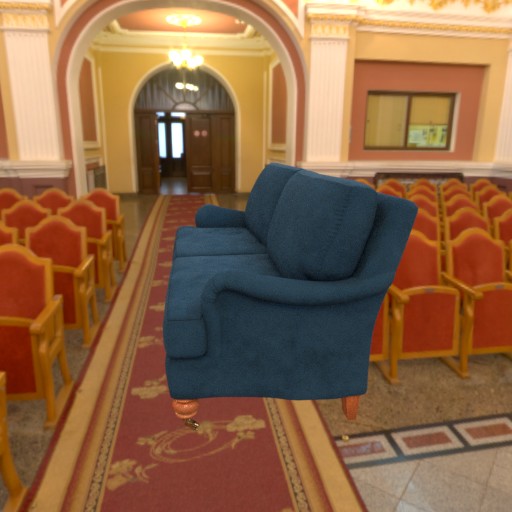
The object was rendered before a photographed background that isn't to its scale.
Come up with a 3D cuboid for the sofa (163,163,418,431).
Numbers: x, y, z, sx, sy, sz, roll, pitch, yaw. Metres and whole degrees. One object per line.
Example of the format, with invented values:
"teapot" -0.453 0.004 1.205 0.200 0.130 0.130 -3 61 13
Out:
"sofa" 0.000 0.000 2.848 1.084 1.101 2.141 -2 14 -8
